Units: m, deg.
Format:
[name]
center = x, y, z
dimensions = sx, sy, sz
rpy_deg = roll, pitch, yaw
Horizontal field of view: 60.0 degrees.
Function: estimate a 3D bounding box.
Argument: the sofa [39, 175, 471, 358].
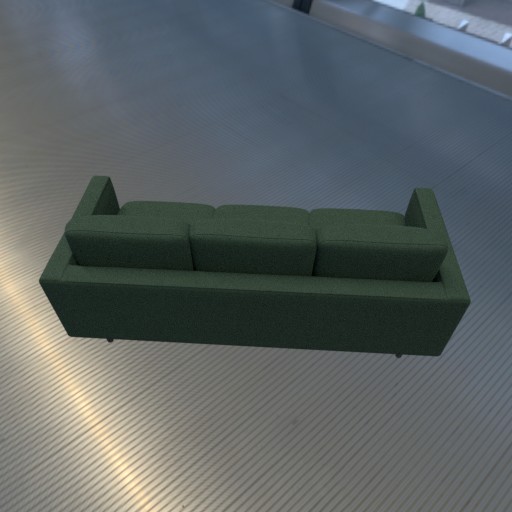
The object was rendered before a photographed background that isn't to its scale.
[sofa]
center = 0.000, 0.000, 2.528
dimensions = 2.029, 0.899, 0.879
rpy_deg = 3, 47, 2
